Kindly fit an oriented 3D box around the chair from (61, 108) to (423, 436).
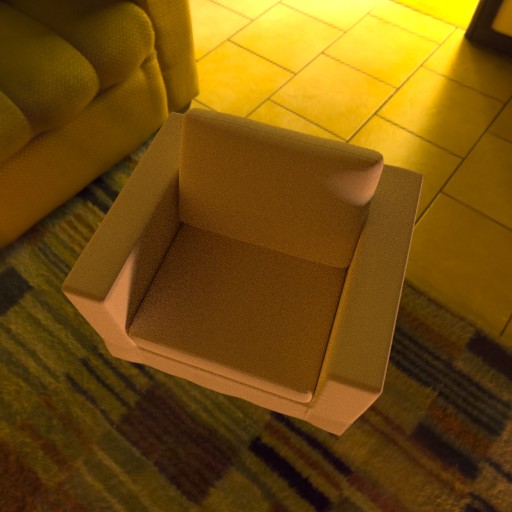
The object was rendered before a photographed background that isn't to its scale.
[{"bbox_3d":[0.000,0.000,1.820,1.150,0.878,0.957,16,61,9],"label":"chair"}]
